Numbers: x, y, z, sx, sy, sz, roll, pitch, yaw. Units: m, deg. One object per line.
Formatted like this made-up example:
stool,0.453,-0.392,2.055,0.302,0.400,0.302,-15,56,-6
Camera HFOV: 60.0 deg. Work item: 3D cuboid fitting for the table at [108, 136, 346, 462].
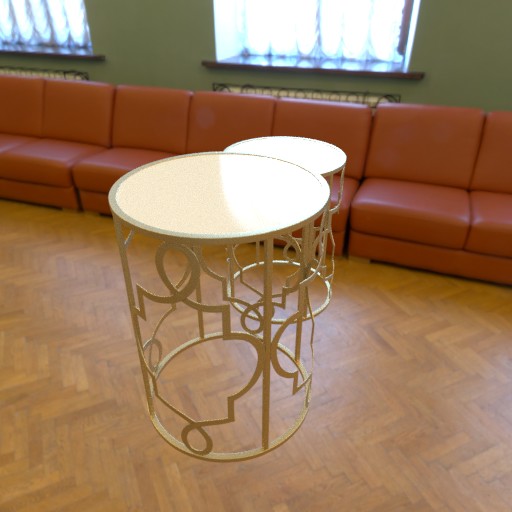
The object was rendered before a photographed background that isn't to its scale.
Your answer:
table,0.000,0.000,1.180,0.420,0.564,0.846,10,33,16
